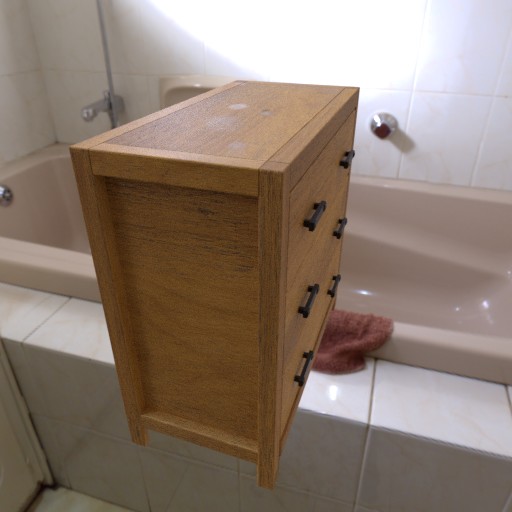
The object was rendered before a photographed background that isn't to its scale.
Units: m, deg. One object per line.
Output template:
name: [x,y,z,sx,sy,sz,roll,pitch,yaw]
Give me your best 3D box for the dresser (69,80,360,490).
dresser: [0.000,0.000,1.253,0.427,0.804,0.804,10,32,17]
